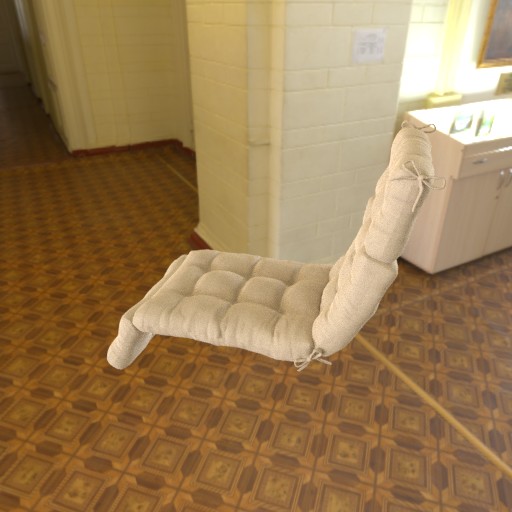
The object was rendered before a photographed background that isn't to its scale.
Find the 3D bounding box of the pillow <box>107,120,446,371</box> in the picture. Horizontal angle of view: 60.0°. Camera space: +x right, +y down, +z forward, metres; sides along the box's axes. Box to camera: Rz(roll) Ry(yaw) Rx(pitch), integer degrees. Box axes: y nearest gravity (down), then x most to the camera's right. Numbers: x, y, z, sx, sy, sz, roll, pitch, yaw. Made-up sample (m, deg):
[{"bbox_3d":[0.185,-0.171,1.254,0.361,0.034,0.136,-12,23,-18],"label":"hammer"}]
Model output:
[{"bbox_3d":[0.000,0.000,1.487,1.016,0.863,0.526,9,30,15],"label":"pillow"}]
